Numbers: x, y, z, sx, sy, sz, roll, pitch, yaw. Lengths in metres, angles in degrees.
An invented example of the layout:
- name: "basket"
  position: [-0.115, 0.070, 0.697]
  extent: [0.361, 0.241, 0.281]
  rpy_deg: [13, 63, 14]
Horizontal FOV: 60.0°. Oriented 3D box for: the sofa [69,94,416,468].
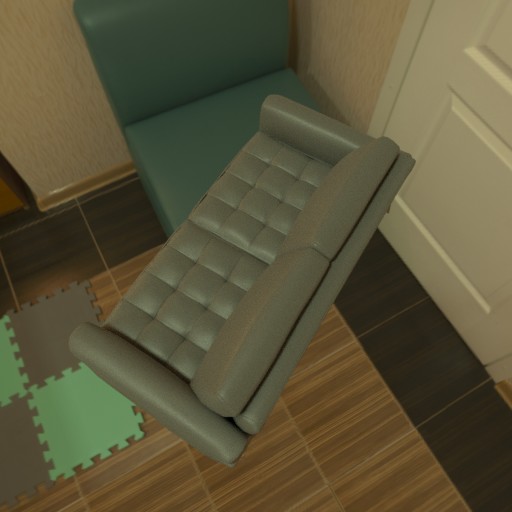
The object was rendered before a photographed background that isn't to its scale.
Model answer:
- name: "sofa"
  position: [0.000, 0.000, 2.710]
  extent: [1.121, 0.930, 2.177]
  rpy_deg: [29, 68, 13]
